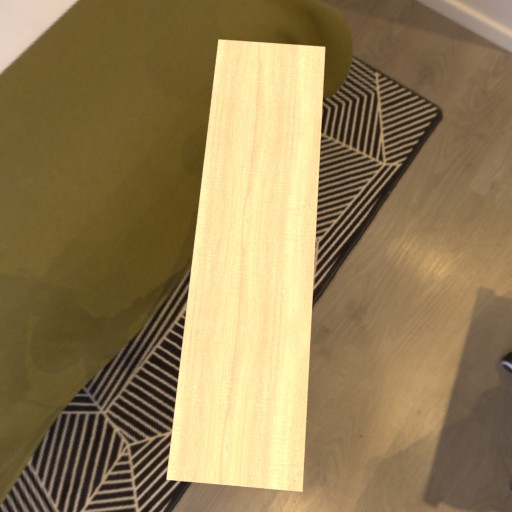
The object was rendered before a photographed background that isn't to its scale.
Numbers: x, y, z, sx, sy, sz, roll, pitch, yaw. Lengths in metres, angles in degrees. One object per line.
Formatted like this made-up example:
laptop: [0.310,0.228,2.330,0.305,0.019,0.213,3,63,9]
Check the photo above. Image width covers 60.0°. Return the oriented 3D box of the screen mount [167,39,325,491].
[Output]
screen mount: [0.000,0.000,1.707,0.401,0.509,1.500,5,76,1]
